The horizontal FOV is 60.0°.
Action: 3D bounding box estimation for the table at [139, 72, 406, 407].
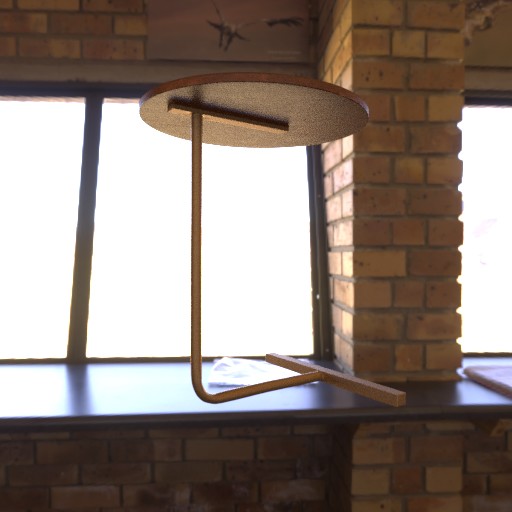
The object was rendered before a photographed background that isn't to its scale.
[{"bbox_3d":[0.000,0.000,1.121,0.577,0.706,0.530,0,1,-35],"label":"table"}]
